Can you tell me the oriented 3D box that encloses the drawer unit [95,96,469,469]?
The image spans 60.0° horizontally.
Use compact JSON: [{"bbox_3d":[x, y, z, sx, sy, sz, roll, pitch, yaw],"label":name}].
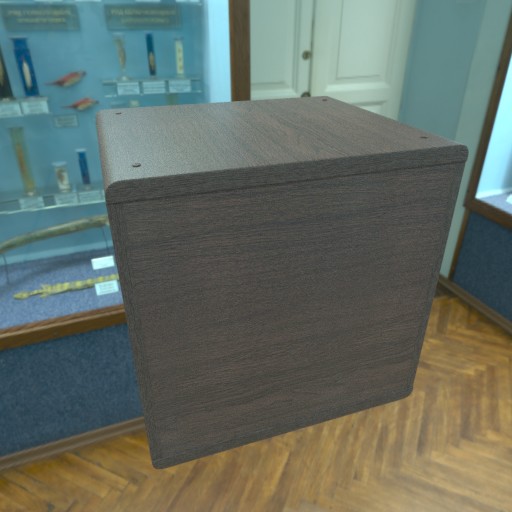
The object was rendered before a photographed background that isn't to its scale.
[{"bbox_3d":[0.000,0.000,0.585,0.344,0.344,0.290,-9,31,-16],"label":"drawer unit"}]
